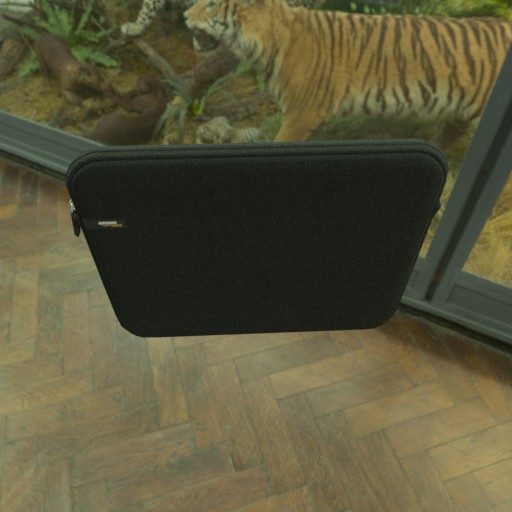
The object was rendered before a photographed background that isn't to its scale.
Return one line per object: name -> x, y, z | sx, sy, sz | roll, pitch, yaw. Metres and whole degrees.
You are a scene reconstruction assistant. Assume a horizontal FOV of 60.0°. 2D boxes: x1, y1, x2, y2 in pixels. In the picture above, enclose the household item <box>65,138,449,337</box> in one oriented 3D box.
household item -> 0.000, 0.000, 0.529 | 0.396, 0.305, 0.030 | -2, 46, -2
